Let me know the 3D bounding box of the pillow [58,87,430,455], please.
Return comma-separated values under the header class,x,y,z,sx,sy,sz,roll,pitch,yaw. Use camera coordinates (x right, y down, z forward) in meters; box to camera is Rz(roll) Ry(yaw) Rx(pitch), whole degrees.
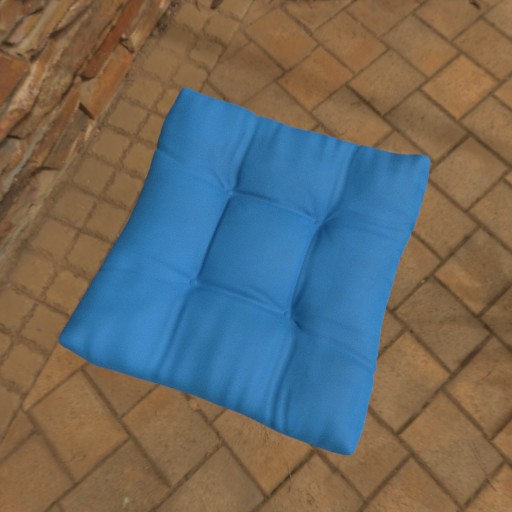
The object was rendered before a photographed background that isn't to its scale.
class,x,y,z,sx,sy,sz,roll,pitch,yaw
pillow,0.000,0.000,0.727,0.468,0.128,0.490,18,74,6
